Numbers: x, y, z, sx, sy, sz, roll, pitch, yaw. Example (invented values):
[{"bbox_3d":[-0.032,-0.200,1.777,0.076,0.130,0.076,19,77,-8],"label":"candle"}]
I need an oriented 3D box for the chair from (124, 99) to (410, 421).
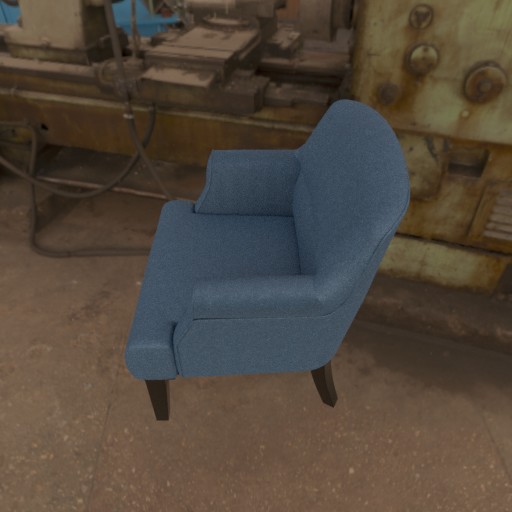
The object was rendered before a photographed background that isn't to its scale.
[{"bbox_3d":[0.000,0.000,1.460,0.754,0.878,0.770,0,41,0],"label":"chair"}]
